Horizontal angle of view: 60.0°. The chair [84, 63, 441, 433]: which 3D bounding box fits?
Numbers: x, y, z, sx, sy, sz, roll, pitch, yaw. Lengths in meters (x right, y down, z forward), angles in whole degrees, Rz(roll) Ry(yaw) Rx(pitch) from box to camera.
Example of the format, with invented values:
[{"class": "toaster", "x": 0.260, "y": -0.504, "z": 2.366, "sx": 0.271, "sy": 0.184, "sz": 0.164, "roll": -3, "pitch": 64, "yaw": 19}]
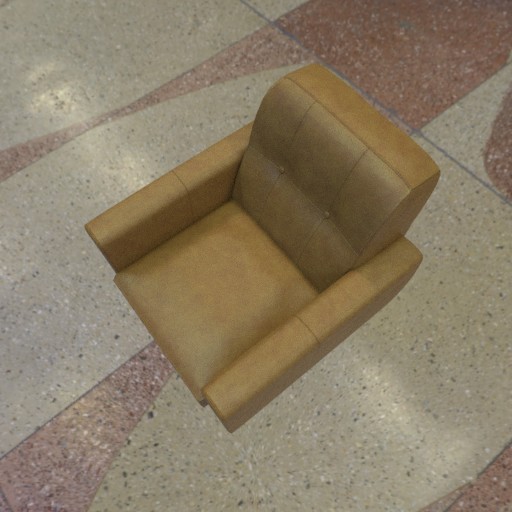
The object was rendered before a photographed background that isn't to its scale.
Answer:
[{"class": "chair", "x": 0.000, "y": 0.000, "z": 1.653, "sx": 0.942, "sy": 0.968, "sz": 0.845, "roll": -35, "pitch": 69, "yaw": -16}]
